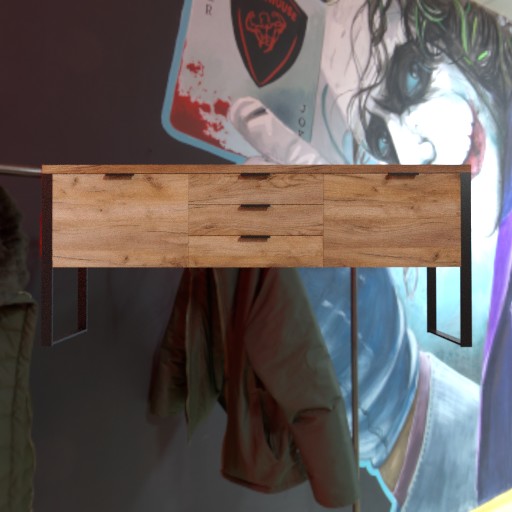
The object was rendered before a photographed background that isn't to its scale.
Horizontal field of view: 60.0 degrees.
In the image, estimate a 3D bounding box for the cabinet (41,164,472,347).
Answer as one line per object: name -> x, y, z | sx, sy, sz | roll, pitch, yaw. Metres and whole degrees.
cabinet -> 0.000, 0.000, 2.039 | 1.800, 0.762, 0.395 | 0, -1, 1
